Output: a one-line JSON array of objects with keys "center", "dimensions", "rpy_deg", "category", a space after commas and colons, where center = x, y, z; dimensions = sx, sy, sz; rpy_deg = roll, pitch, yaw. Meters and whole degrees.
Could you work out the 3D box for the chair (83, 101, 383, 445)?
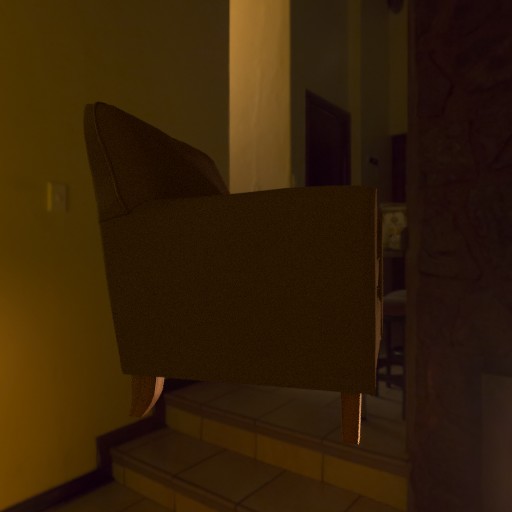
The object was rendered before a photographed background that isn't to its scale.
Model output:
[{"center": [0.000, 0.000, 1.534], "dimensions": [0.831, 0.911, 0.836], "rpy_deg": [0, 1, 17], "category": "chair"}]
